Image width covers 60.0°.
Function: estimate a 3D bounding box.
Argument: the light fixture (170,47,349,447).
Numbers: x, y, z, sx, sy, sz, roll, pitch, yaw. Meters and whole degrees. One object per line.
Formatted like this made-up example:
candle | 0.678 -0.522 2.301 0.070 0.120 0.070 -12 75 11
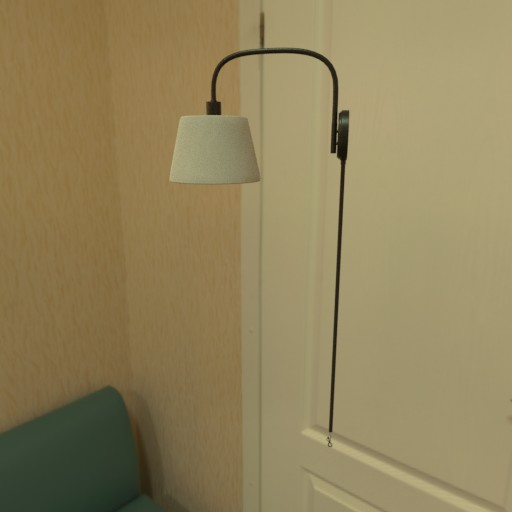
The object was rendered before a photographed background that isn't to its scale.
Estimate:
light fixture | 0.000 0.000 0.463 0.176 0.399 0.092 2 14 10
